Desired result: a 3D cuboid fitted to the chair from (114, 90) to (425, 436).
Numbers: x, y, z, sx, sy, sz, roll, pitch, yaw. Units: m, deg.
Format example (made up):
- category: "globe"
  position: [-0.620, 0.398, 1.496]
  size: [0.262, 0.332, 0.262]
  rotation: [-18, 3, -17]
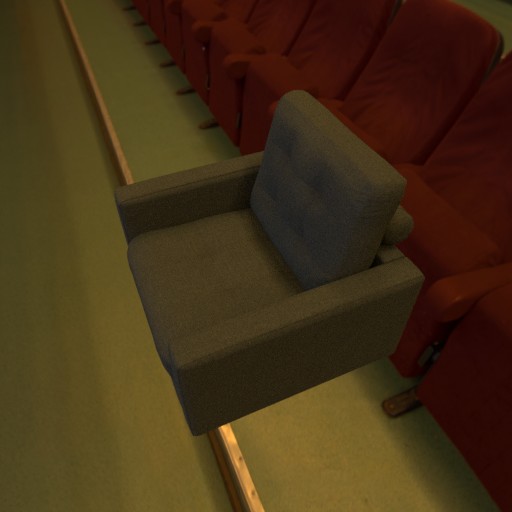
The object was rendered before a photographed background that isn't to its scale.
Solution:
- category: "chair"
  position: [0.000, 0.000, 1.569]
  size: [0.843, 0.880, 0.821]
  rotation: [-17, 48, -16]
